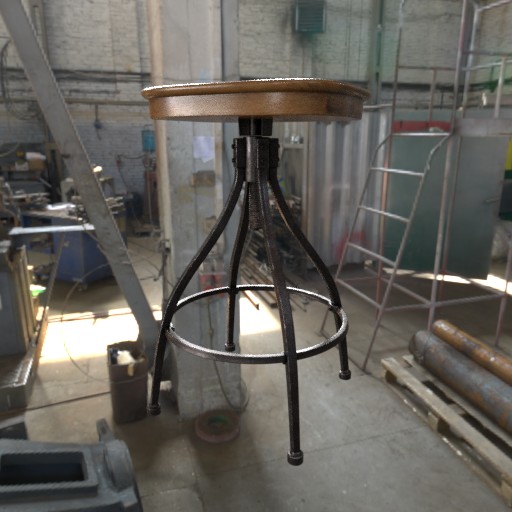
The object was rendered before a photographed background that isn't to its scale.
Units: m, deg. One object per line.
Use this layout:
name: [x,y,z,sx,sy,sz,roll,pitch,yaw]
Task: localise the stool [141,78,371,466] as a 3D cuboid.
stool: [0.000,0.000,0.990,0.432,0.694,0.424,7,17,26]
